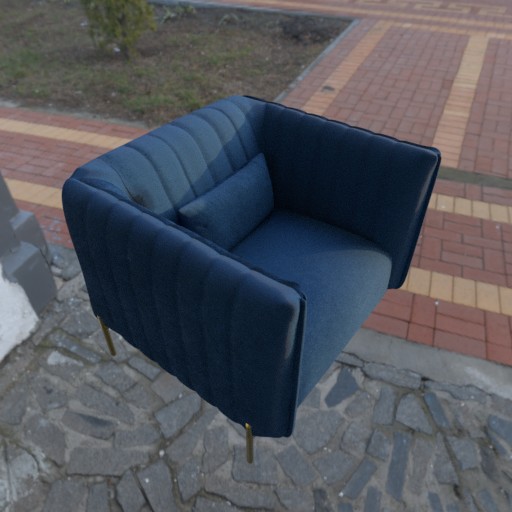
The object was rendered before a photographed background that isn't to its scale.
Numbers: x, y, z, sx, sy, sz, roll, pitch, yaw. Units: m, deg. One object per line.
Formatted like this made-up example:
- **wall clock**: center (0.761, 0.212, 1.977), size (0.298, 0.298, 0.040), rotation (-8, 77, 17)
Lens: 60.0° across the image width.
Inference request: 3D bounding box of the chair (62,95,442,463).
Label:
- **chair**: center (0.000, 0.000, 1.596), size (0.877, 0.793, 0.947), rotation (27, 48, 27)
